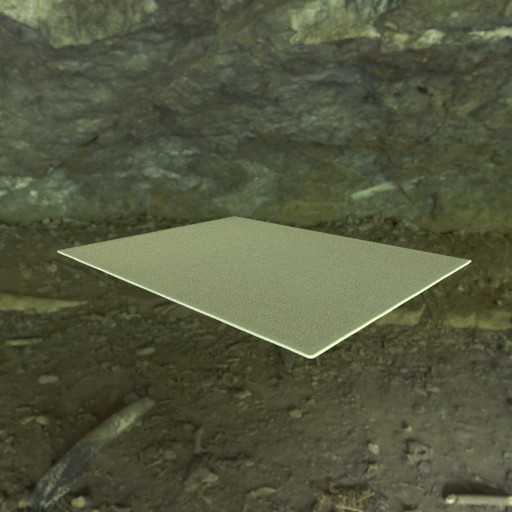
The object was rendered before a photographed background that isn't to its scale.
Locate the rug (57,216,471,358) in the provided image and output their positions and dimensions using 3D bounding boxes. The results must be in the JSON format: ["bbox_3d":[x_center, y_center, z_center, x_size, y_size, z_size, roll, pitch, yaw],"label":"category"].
[{"bbox_3d":[0.000,0.000,4.137,3.051,0.020,2.407,15,21,41],"label":"rug"}]
